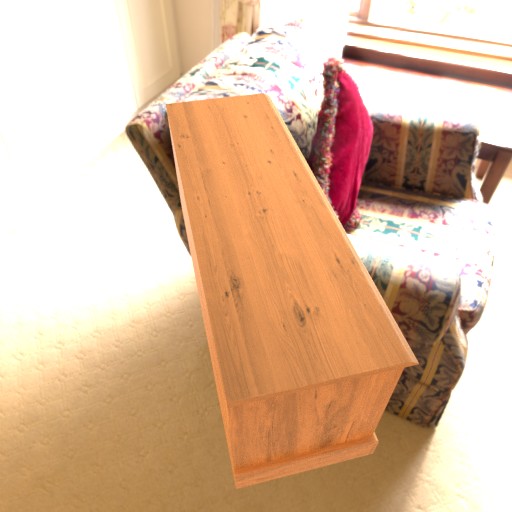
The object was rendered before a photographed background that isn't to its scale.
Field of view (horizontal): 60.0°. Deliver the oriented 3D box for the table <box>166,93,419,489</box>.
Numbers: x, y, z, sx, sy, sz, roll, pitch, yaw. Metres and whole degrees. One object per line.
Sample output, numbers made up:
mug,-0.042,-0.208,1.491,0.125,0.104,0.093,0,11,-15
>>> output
table,0.000,0.000,1.453,0.400,0.510,1.200,-10,47,-9
